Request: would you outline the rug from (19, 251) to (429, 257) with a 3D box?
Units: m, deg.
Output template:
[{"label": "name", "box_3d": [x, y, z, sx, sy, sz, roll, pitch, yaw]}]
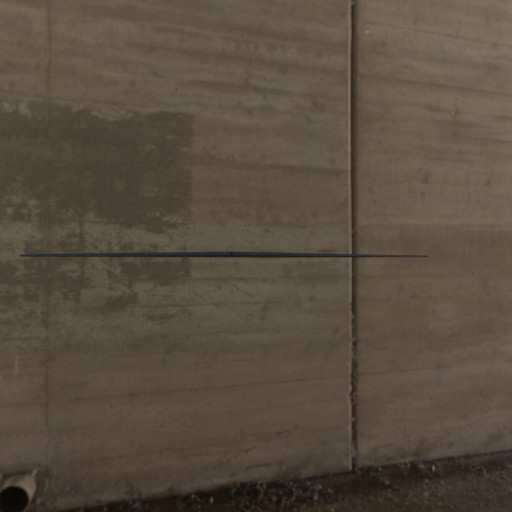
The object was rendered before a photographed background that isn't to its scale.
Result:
[{"label": "rug", "box_3d": [0.000, 0.000, 2.296, 1.219, 0.010, 1.829, 0, 0, 37]}]
